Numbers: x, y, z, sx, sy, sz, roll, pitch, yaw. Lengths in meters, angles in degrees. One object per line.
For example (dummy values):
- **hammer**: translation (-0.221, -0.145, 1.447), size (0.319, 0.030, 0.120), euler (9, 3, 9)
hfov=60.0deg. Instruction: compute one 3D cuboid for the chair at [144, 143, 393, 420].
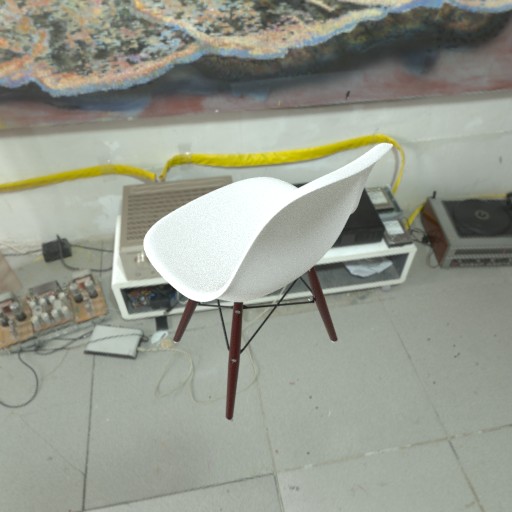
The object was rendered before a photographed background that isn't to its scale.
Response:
- **chair**: translation (0.000, 0.000, 1.135), size (0.470, 0.826, 0.533), euler (-31, 54, -26)
